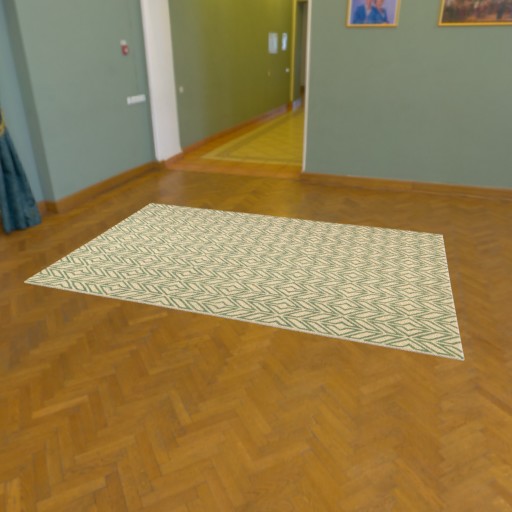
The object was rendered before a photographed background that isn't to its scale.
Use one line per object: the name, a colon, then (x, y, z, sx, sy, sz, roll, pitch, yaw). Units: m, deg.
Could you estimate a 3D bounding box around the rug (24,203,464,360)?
rug: (0.000, 0.000, 2.972, 2.435, 0.011, 1.517, 8, 27, 16)
